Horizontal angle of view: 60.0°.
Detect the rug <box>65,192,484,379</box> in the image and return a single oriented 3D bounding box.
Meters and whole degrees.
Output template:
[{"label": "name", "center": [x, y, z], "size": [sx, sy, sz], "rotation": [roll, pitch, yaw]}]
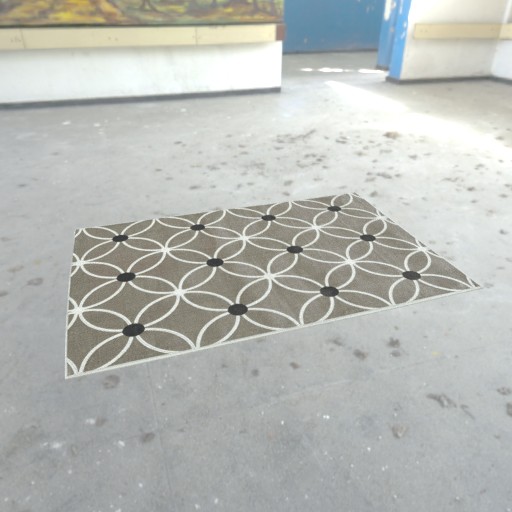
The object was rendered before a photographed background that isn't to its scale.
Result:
[{"label": "rug", "center": [0.000, 0.000, 2.873], "size": [2.284, 0.008, 1.522], "rotation": [-9, 32, -15]}]
